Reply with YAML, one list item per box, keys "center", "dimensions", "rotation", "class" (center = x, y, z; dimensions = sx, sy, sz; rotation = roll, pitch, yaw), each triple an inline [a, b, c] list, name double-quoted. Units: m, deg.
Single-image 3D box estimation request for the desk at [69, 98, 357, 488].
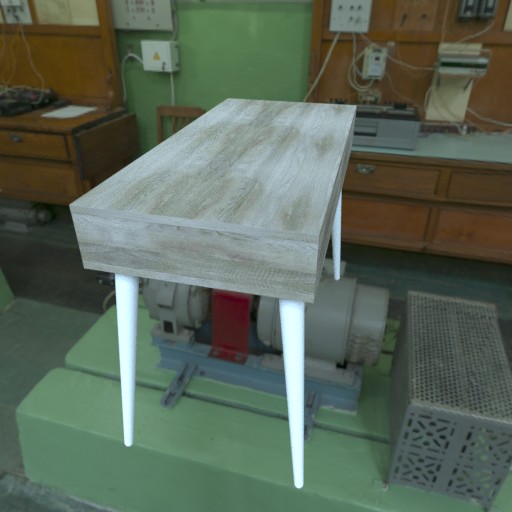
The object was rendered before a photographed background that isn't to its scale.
- center: [0.000, 0.000, 1.372]
  dimensions: [0.491, 0.723, 0.979]
  rotation: [8, 32, 12]
  class: "desk"
